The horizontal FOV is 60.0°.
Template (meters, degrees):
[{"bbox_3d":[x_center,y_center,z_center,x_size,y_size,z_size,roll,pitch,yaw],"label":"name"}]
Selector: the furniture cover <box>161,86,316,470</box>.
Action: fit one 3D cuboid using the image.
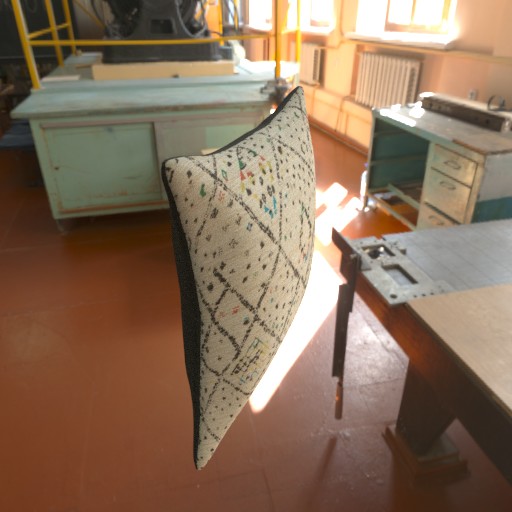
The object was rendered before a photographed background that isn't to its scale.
[{"bbox_3d":[0.000,0.000,0.781,0.180,0.498,0.525,10,31,18],"label":"furniture cover"}]
